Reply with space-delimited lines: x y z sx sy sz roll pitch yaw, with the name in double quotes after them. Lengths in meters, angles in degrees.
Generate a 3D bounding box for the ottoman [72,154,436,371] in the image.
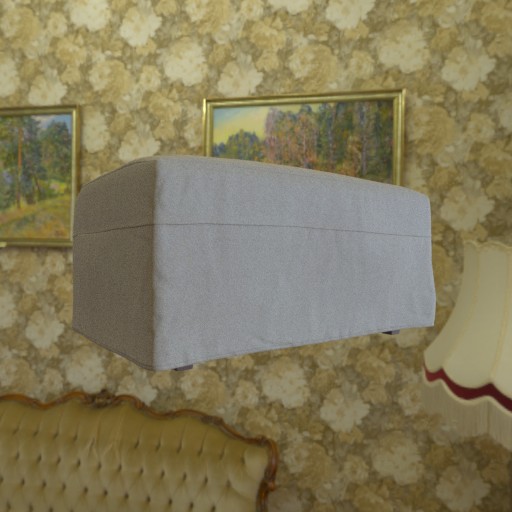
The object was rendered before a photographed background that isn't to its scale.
0.000 0.000 1.233 0.872 0.444 0.590 0 0 -36 "ottoman"
